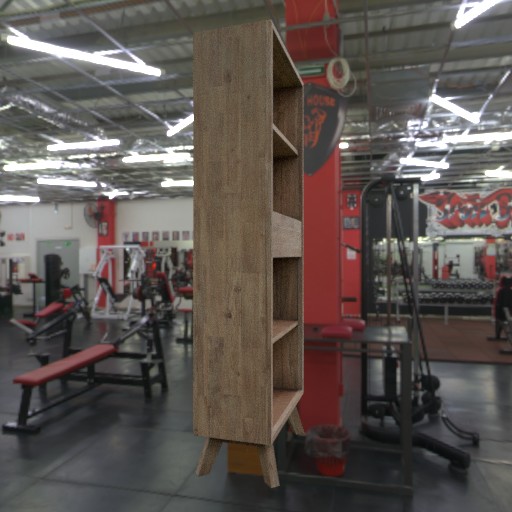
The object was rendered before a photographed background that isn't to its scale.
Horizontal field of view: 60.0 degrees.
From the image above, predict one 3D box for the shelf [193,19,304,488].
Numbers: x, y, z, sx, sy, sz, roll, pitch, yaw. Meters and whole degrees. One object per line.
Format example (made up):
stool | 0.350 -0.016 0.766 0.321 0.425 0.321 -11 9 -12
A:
shelf | 0.000 0.000 1.527 0.267 1.342 0.491 0 0 17
